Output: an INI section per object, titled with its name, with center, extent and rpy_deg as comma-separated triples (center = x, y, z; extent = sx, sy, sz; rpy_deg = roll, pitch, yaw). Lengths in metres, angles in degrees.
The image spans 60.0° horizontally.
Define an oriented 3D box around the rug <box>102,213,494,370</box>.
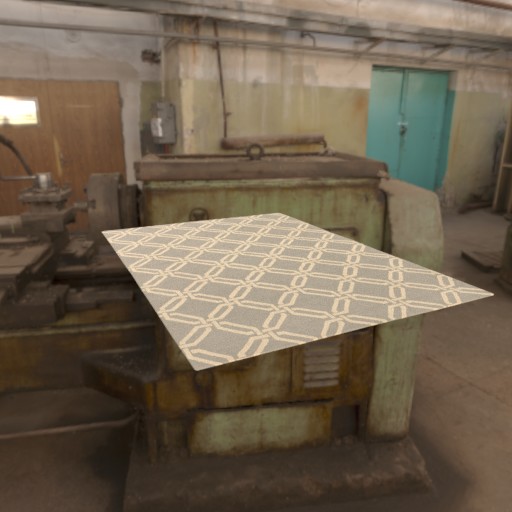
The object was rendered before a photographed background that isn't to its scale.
[rug]
center = 0.000, 0.000, 2.731
extent = 1.522, 0.013, 2.133
rpy_deg = -9, 19, -25
